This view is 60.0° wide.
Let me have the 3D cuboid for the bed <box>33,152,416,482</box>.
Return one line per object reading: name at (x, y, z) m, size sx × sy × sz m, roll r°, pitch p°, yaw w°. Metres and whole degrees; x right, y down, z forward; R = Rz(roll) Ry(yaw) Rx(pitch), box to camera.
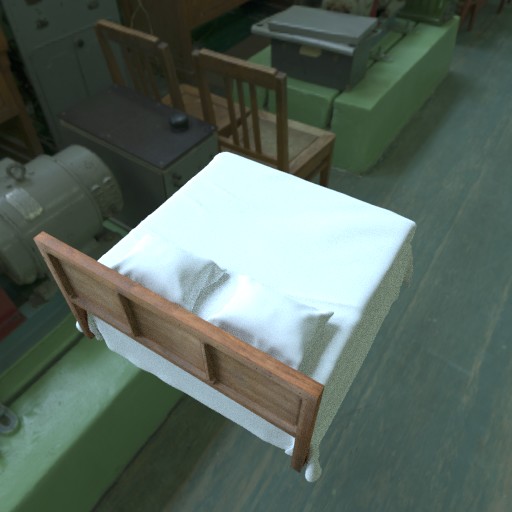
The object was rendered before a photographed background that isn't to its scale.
bed at (0.000, 0.000, 3.489) m, size 2.255 × 1.158 × 2.165 m, roll 25°, pitch 52°, yaw 21°
